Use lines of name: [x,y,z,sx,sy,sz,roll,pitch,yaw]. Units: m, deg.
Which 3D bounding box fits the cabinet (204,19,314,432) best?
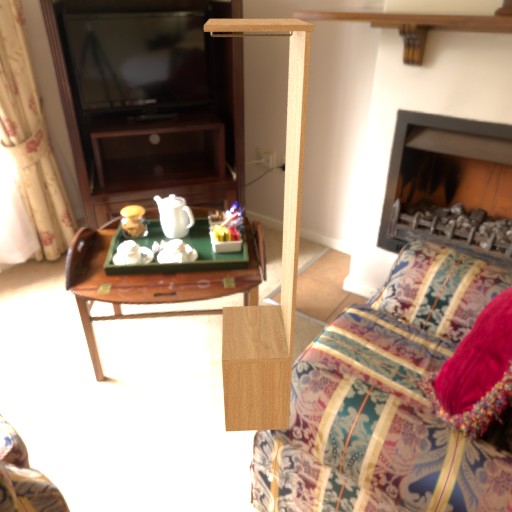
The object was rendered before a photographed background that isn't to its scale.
cabinet: [0.000,0.000,2.007,0.338,1.879,0.411,-1,30,-2]
